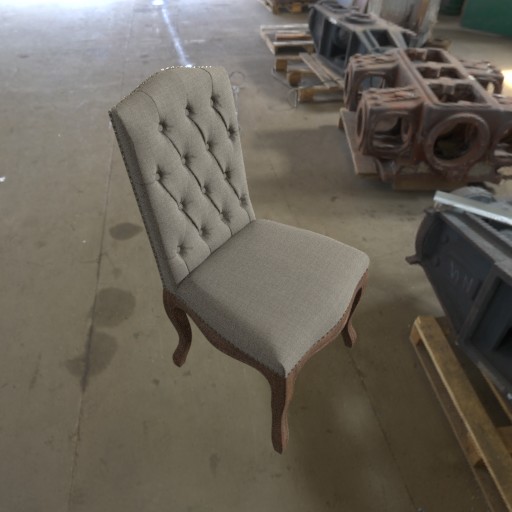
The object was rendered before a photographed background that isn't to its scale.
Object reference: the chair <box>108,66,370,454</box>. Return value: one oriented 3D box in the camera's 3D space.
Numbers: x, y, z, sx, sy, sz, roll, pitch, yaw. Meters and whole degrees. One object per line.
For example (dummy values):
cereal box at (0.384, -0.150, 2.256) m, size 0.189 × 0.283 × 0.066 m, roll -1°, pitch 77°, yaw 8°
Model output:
chair at (0.000, 0.000, 1.608) m, size 0.731 × 1.191 × 0.637 m, roll 24°, pitch 47°, yaw 26°
